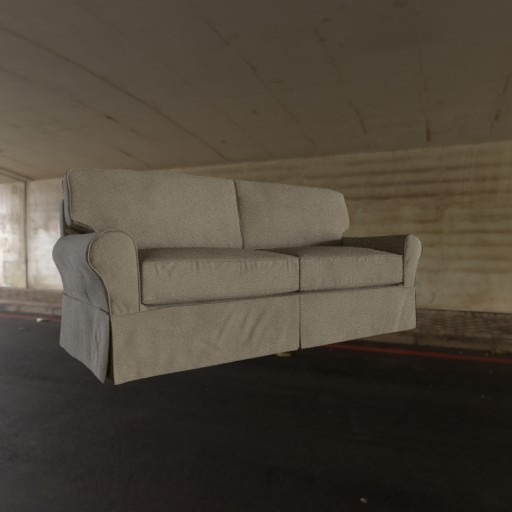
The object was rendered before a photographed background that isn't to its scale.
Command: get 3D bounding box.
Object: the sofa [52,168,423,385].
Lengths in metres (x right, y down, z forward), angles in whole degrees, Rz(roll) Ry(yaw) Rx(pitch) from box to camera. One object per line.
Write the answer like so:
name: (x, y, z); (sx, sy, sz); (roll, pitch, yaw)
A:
sofa: (0.000, 0.000, 2.757); (2.246, 1.014, 0.900); (-1, 2, -35)
